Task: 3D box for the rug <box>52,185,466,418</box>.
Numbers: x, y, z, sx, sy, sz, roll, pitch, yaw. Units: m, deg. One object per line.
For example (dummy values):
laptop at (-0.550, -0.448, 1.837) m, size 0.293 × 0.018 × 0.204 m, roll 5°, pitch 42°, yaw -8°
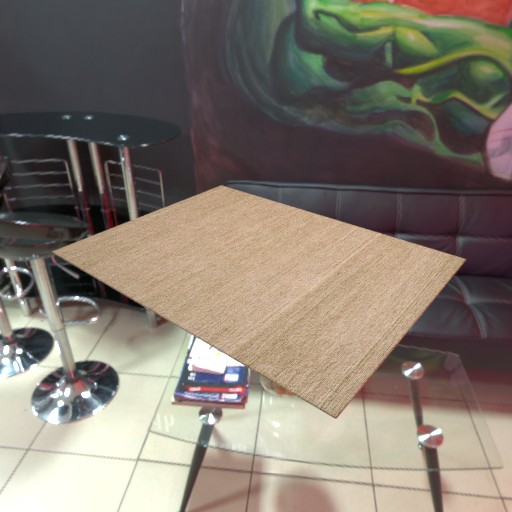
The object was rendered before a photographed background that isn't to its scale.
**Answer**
rug at (0.000, 0.000, 4.289) m, size 3.198 × 0.016 × 2.425 m, roll 22°, pitch 36°, yaw 34°
